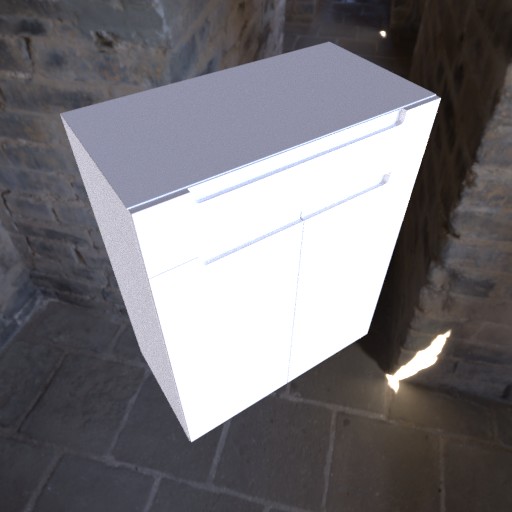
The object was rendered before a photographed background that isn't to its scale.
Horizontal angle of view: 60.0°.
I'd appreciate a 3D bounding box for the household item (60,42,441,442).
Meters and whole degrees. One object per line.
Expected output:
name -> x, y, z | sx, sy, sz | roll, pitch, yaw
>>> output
household item -> 0.000, 0.000, 1.396 | 0.790, 1.010, 0.420 | -25, 51, -22
